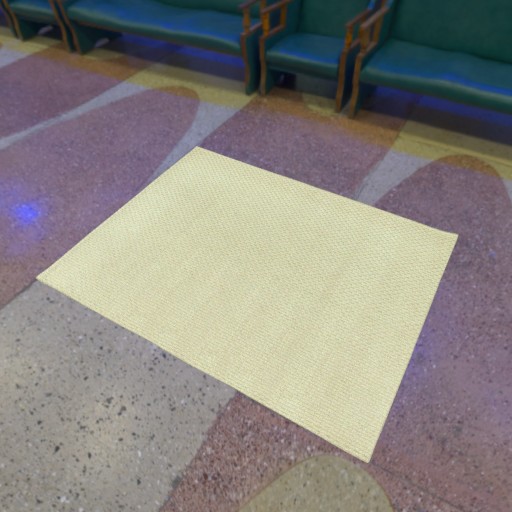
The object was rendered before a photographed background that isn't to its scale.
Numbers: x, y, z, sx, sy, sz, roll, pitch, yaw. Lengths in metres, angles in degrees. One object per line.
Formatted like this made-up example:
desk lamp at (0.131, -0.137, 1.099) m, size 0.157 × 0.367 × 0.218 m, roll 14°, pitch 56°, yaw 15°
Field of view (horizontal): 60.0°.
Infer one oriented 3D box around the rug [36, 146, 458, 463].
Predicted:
rug at (0.000, 0.000, 3.825) m, size 2.897 × 0.035 × 2.277 m, roll 23°, pitch 51°, yaw 20°
